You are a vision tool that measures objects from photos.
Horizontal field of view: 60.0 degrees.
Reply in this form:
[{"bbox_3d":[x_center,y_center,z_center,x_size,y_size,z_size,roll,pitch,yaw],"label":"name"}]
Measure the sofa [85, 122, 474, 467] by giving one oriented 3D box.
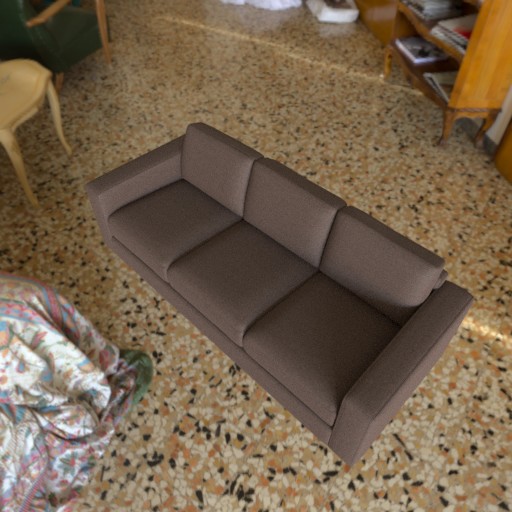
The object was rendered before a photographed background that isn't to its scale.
[{"bbox_3d":[0.000,0.000,2.590,2.160,0.806,0.900,36,56,29],"label":"sofa"}]
